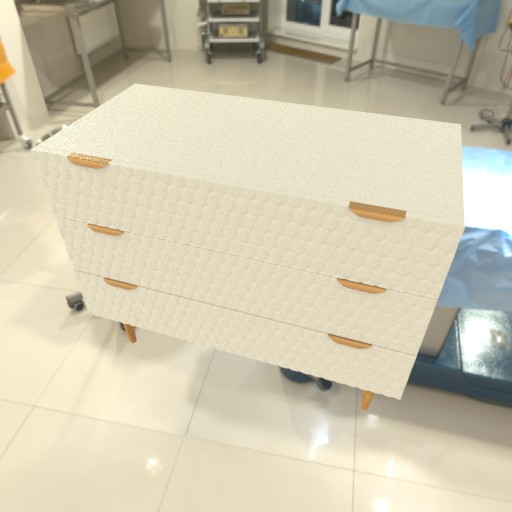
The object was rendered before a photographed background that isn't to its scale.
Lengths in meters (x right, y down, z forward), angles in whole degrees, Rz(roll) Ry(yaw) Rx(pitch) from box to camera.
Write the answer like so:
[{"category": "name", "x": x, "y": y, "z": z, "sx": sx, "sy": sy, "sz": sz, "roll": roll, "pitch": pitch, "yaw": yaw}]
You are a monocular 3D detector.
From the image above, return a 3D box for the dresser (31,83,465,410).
[{"category": "dresser", "x": 0.000, "y": 0.000, "z": 1.261, "sx": 0.905, "sy": 0.721, "sz": 0.457, "roll": 12, "pitch": 42, "yaw": 14}]
